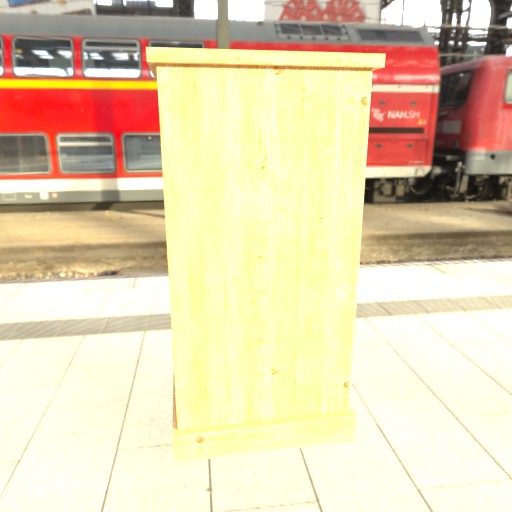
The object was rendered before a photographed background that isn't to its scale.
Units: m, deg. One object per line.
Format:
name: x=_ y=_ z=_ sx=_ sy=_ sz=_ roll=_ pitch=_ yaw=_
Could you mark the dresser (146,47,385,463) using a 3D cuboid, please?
dresser: x=0.000 y=0.000 z=1.293 sx=0.531 sy=1.041 sz=0.390 roll=-3 pitch=16 yaw=-9
